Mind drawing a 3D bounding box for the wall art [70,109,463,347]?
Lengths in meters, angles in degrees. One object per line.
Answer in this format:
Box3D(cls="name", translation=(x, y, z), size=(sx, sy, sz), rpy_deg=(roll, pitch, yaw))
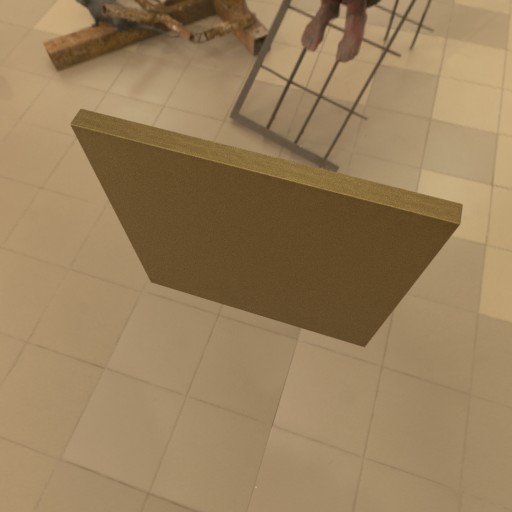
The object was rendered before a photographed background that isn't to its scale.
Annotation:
Box3D(cls="wall art", translation=(0.000, 0.000, 0.775), size=(0.503, 0.506, 0.030), rpy_deg=(16, 64, 8))
